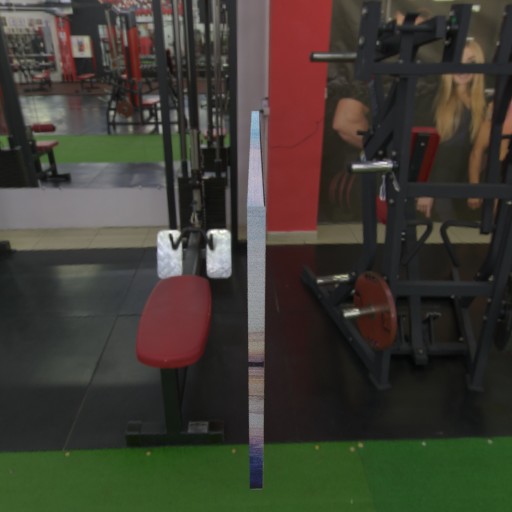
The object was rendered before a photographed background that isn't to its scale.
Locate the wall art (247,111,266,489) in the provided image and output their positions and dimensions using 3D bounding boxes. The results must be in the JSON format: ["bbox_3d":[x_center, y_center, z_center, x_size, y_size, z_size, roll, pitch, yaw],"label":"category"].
[{"bbox_3d":[0.000,0.000,1.464,0.034,0.756,1.137,0,26,0],"label":"wall art"}]
